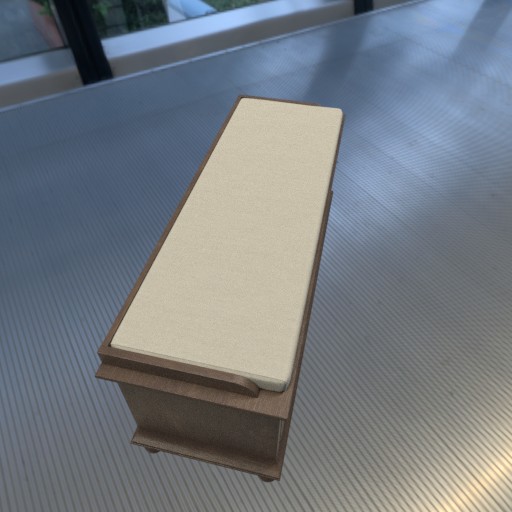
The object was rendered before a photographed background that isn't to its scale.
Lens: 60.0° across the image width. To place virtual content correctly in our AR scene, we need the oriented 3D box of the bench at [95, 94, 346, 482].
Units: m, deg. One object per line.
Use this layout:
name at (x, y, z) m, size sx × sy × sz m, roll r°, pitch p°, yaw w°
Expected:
bench at (0.000, 0.000, 1.419) m, size 0.402 × 0.501 × 1.185 m, roll 10°, pitch 47°, yaw 9°
